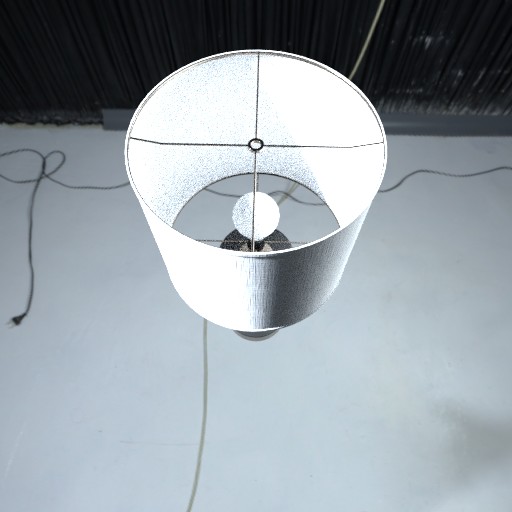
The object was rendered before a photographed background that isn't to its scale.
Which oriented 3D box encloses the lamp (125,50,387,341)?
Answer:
[{"bbox_3d":[0.000,0.000,0.625,0.240,0.482,0.241,1,63,1],"label":"lamp"}]
